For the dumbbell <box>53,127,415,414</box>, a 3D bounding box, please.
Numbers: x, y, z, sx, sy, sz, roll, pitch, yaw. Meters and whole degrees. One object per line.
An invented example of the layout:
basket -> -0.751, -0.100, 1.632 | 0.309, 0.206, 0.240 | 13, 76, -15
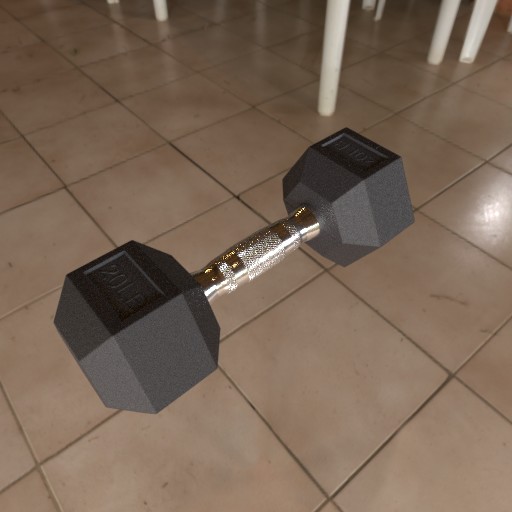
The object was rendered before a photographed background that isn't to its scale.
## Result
dumbbell -> 0.000, 0.000, 0.350 | 0.297, 0.101, 0.116 | -32, 55, -26
